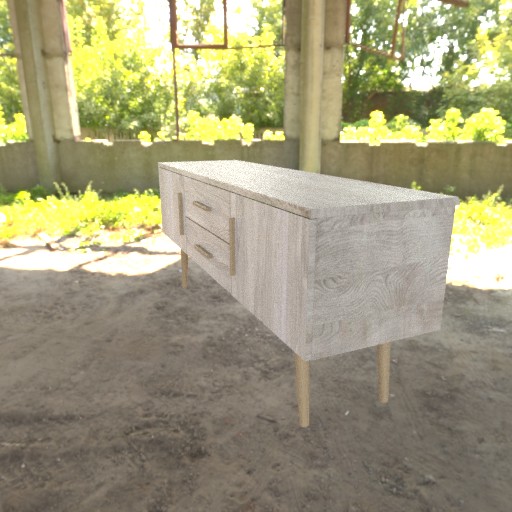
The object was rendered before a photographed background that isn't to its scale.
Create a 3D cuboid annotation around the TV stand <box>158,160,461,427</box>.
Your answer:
[{"bbox_3d":[0.000,0.000,1.545,0.401,0.565,1.313,-7,17,-23],"label":"TV stand"}]
